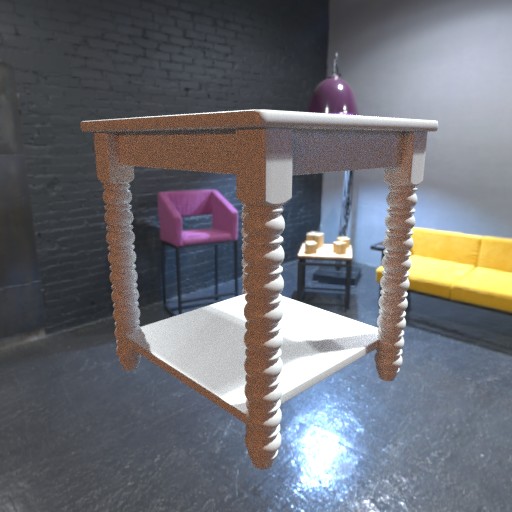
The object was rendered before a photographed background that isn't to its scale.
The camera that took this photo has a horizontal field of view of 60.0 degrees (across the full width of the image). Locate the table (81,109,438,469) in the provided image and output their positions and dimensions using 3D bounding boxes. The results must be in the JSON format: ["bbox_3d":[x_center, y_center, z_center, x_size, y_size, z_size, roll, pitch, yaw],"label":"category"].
[{"bbox_3d":[0.000,0.000,0.965,0.500,0.563,0.533,-14,20,-42],"label":"table"}]
